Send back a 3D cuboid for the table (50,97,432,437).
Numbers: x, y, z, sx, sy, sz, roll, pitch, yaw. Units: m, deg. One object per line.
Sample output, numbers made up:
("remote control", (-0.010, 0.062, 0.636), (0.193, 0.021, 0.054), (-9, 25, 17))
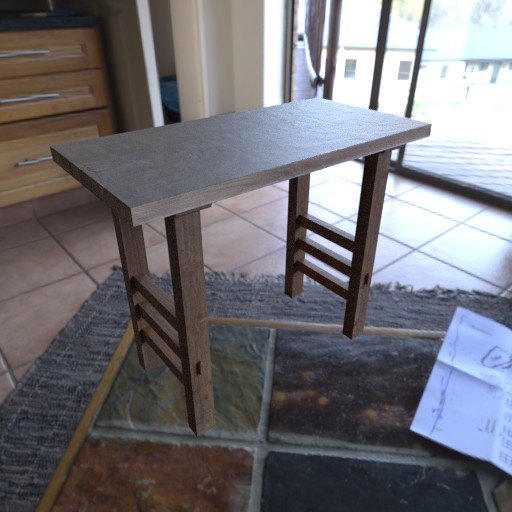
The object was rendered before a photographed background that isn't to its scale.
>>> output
("table", (0.000, 0.000, 1.658), (1.119, 0.914, 0.556), (-22, 37, -32))
